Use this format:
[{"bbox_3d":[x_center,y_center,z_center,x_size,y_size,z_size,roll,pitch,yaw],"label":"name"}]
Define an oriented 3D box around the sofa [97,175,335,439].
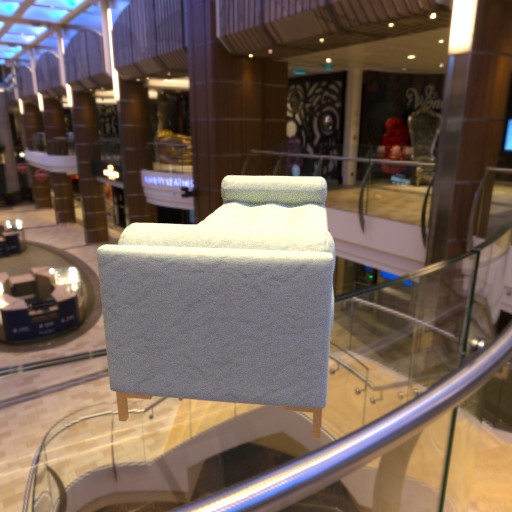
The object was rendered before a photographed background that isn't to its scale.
[{"bbox_3d":[0.000,0.000,2.458,0.796,0.705,2.102,2,16,8],"label":"sofa"}]
